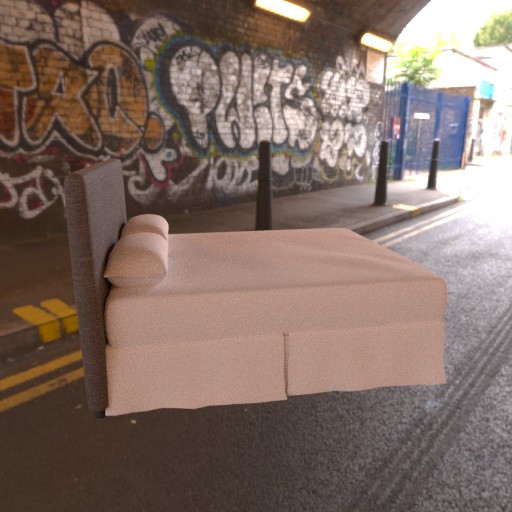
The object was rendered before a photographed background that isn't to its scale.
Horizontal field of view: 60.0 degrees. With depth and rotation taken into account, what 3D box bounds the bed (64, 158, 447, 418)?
[{"bbox_3d":[0.000,0.000,3.172,2.142,1.330,1.723,-3,15,-10],"label":"bed"}]
